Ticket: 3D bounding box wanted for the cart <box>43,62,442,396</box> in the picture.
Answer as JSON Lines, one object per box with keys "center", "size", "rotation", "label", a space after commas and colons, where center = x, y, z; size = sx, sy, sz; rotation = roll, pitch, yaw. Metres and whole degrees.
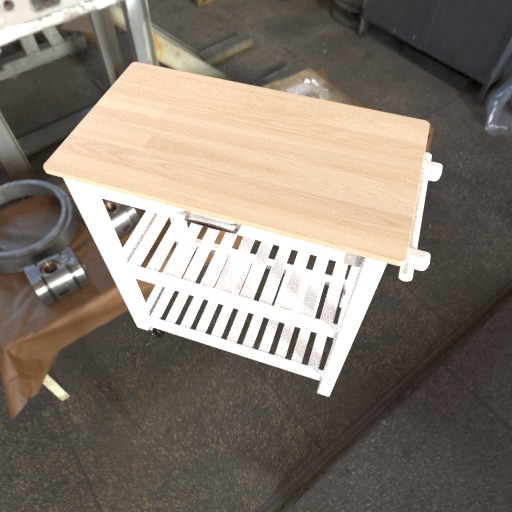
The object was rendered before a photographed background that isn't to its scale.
{"center": [0.000, 0.000, 1.448], "size": [0.899, 0.927, 0.457], "rotation": [15, 57, 10], "label": "cart"}
